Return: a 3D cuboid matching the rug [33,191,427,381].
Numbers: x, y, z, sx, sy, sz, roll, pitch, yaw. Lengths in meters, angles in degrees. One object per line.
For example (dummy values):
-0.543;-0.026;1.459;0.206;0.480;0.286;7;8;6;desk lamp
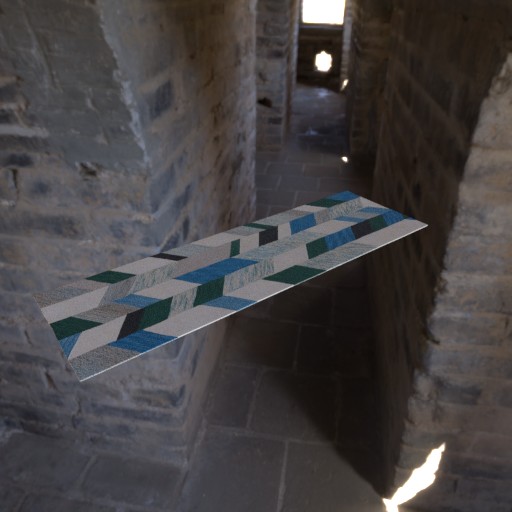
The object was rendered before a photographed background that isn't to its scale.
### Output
0.000;0.000;2.756;2.437;0.008;0.774;-21;37;-31;rug
